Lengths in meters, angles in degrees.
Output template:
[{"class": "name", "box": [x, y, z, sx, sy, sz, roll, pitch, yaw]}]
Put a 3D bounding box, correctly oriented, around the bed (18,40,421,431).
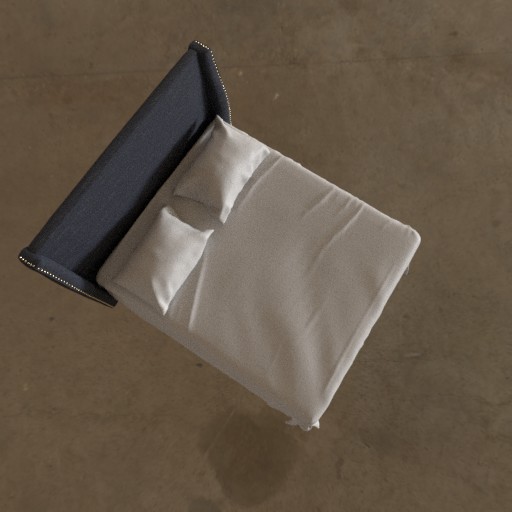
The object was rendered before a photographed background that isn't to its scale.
[{"class": "bed", "box": [0.000, 0.000, 3.366, 2.276, 1.332, 1.925, 32, 77, 8]}]
